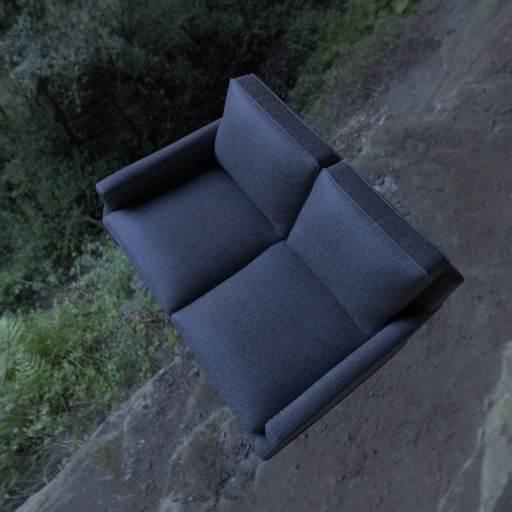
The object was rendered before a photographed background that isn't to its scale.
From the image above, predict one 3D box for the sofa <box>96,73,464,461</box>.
[{"bbox_3d":[0.000,0.000,2.283,1.084,1.003,1.597,-33,67,-16],"label":"sofa"}]
